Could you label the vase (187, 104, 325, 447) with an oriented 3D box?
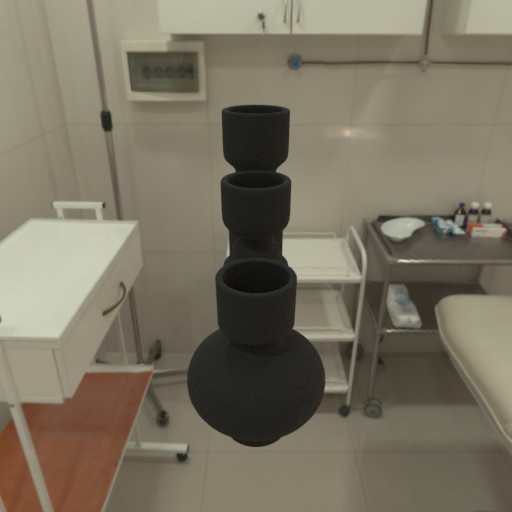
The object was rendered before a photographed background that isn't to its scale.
[{"bbox_3d":[0.000,0.000,0.440,0.120,0.249,0.307,0,26,0],"label":"vase"}]
